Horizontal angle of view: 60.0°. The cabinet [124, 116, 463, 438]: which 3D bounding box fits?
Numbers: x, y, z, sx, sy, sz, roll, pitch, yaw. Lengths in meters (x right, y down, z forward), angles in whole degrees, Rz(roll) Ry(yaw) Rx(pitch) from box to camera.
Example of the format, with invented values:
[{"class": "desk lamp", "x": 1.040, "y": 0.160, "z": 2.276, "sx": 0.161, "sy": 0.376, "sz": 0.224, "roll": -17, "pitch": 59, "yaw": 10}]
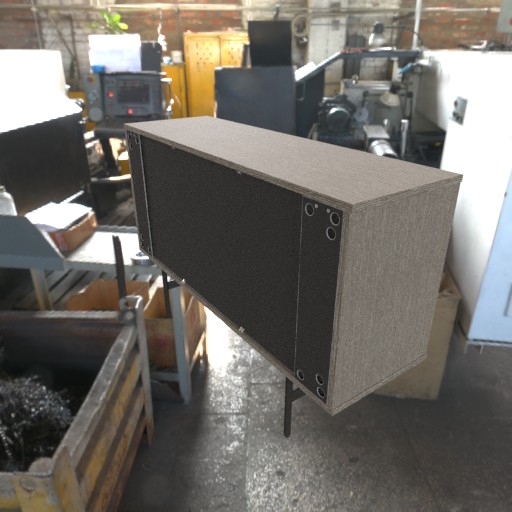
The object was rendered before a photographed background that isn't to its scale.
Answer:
[{"class": "cabinet", "x": 0.000, "y": 0.000, "z": 1.555, "sx": 0.405, "sy": 0.787, "sz": 1.194, "roll": -17, "pitch": 30, "yaw": -32}]
